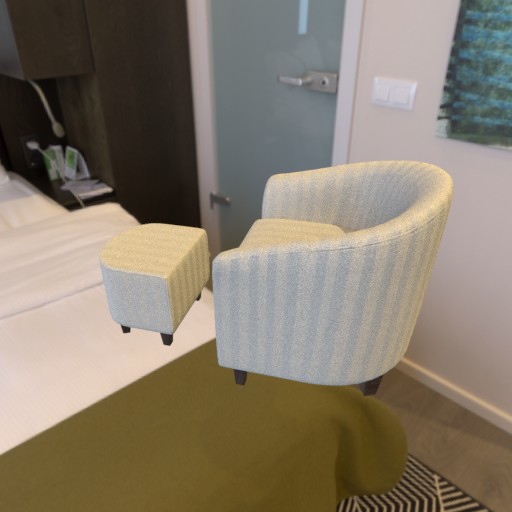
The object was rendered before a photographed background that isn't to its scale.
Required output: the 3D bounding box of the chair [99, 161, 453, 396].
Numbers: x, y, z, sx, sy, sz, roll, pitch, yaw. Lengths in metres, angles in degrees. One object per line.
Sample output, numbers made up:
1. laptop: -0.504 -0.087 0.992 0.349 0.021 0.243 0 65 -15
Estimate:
1. chair: 0.000 0.000 1.718 1.288 0.757 0.756 8 31 13
